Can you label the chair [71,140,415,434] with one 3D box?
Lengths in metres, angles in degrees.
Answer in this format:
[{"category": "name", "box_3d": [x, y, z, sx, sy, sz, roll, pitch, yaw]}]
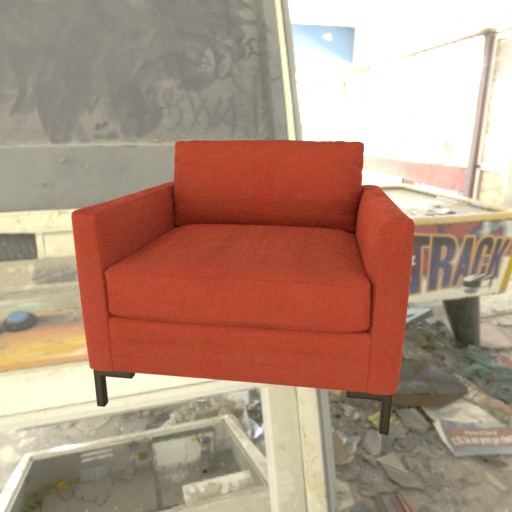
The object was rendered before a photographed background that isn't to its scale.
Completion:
[{"category": "chair", "box_3d": [0.000, 0.000, 1.617, 0.964, 0.812, 0.875, 2, 16, 9]}]
